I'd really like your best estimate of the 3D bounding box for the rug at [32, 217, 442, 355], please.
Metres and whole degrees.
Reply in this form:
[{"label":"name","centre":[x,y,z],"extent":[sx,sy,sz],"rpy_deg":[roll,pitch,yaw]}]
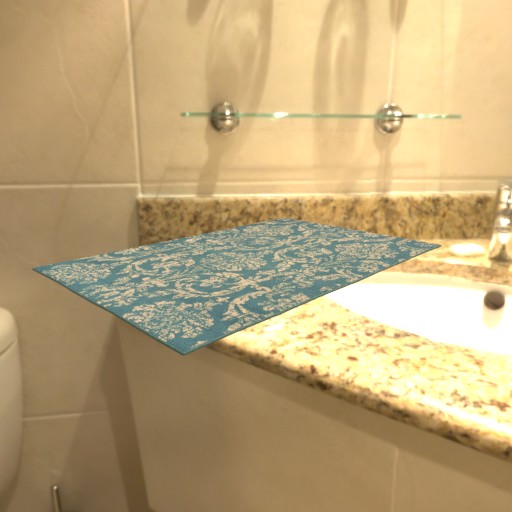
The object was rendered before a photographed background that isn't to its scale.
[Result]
[{"label":"rug","centre":[0.000,0.000,2.342],"extent":[1.211,0.012,1.833],"rpy_deg":[15,21,43]}]
